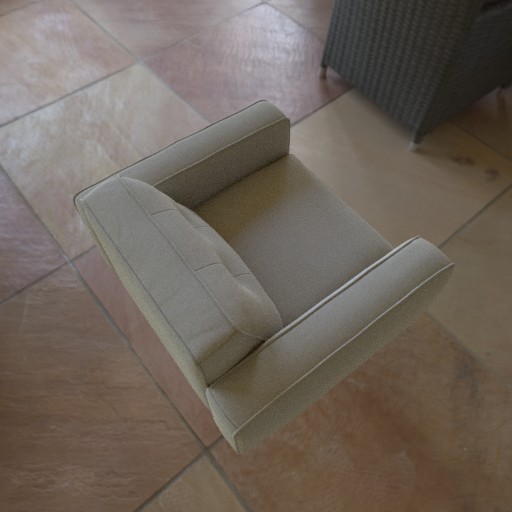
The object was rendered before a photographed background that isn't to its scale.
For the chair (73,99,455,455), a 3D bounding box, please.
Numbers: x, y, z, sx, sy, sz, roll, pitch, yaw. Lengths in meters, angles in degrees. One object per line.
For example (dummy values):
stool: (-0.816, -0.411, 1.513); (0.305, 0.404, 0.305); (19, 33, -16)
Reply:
chair: (0.000, 0.000, 1.744); (0.953, 0.779, 1.115); (-33, 64, -18)
